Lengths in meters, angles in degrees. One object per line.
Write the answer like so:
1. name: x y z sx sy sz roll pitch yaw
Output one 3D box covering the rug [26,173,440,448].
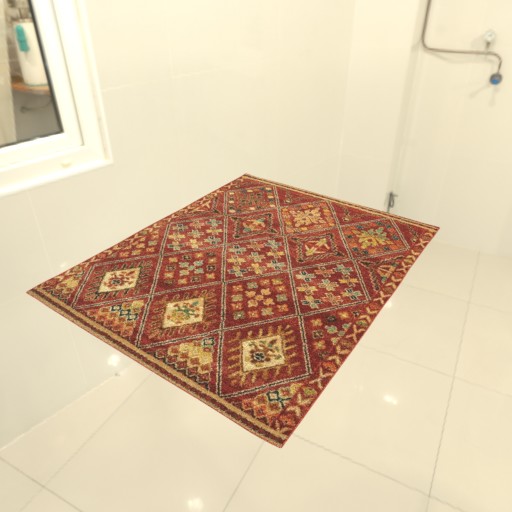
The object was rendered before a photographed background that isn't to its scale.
1. rug: 0.000 0.000 4.105 2.489 0.030 3.086 21 38 29
